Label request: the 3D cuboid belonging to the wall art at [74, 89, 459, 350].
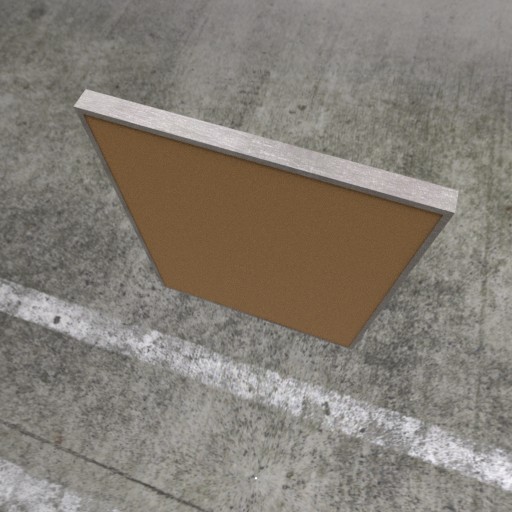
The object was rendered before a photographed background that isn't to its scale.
[{"bbox_3d":[0.000,0.000,0.702,0.421,0.521,0.032,17,65,8],"label":"wall art"}]
